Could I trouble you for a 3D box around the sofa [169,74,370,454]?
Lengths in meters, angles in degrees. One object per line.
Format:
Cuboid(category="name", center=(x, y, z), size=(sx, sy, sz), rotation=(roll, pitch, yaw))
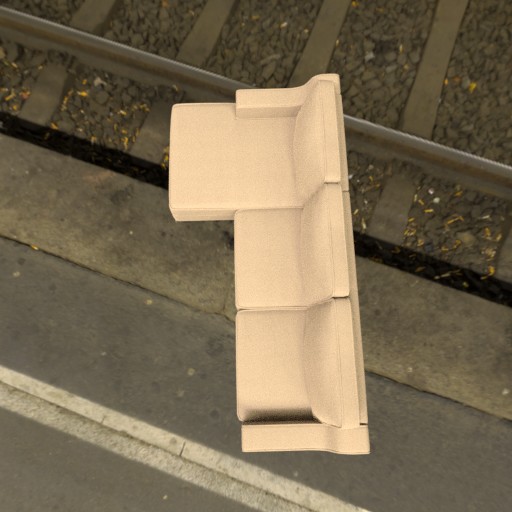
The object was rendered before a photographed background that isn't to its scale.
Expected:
Cuboid(category="sofa", center=(0.000, 0.000, 3.169), size=(1.294, 0.928, 2.561), rotation=(-1, 76, 0))
